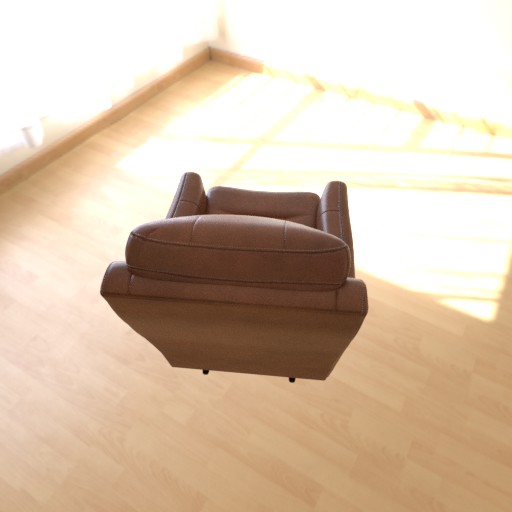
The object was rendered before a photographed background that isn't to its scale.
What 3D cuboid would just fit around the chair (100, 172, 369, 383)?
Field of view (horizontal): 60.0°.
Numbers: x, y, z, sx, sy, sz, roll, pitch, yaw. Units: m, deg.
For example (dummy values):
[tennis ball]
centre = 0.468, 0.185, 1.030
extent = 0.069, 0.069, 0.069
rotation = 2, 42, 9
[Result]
[chair]
centre = 0.000, 0.000, 1.748
extent = 0.821, 1.016, 1.072
rotation = 4, 47, 4
